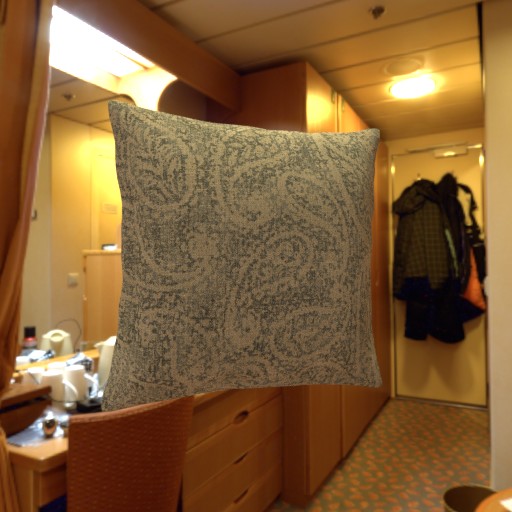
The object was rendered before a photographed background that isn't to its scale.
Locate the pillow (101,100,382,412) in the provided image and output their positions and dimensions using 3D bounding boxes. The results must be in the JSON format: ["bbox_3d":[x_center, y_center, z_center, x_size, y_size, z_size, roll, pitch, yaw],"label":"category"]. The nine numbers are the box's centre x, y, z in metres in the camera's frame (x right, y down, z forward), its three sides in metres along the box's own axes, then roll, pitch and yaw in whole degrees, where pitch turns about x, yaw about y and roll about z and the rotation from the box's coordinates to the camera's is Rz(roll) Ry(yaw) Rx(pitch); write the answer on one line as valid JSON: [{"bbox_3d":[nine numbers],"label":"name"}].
[{"bbox_3d":[0.000,0.000,0.797,0.523,0.510,0.166,0,-1,-18],"label":"pillow"}]
